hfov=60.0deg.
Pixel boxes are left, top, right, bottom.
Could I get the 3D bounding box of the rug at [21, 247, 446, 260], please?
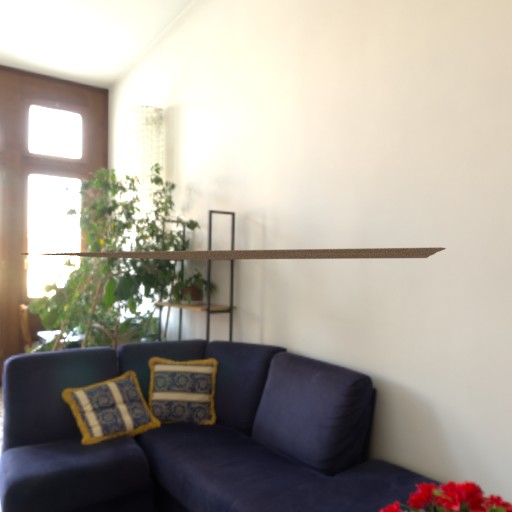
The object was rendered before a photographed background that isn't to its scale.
[{"bbox_3d":[0.000,0.000,4.082,3.034,0.012,2.406,-1,-2,19],"label":"rug"}]
